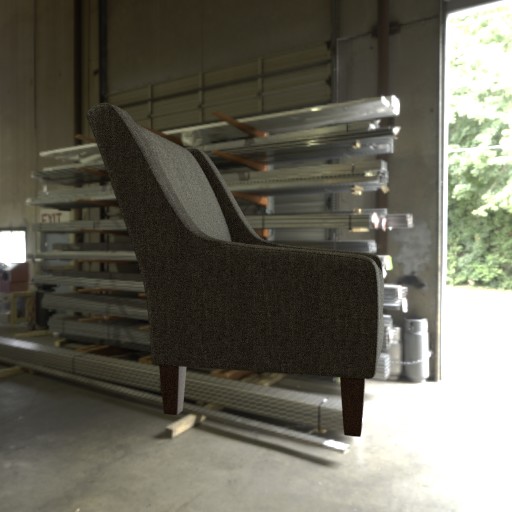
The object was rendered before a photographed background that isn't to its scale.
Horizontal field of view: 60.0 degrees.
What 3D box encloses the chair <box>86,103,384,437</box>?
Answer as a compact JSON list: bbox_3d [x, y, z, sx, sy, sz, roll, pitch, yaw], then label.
[{"bbox_3d":[0.000,0.000,1.698,0.944,1.012,0.793,0,1,17],"label":"chair"}]
